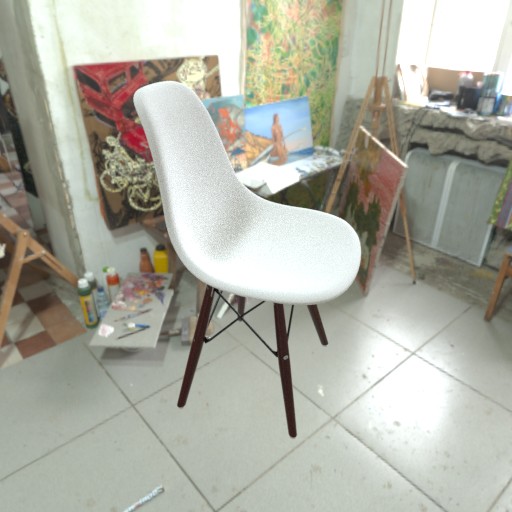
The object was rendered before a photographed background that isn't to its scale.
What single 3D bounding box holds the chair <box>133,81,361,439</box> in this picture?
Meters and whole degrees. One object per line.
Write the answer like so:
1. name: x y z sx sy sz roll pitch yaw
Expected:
1. chair: 0.000 0.000 1.169 0.533 0.826 0.470 10 32 17
